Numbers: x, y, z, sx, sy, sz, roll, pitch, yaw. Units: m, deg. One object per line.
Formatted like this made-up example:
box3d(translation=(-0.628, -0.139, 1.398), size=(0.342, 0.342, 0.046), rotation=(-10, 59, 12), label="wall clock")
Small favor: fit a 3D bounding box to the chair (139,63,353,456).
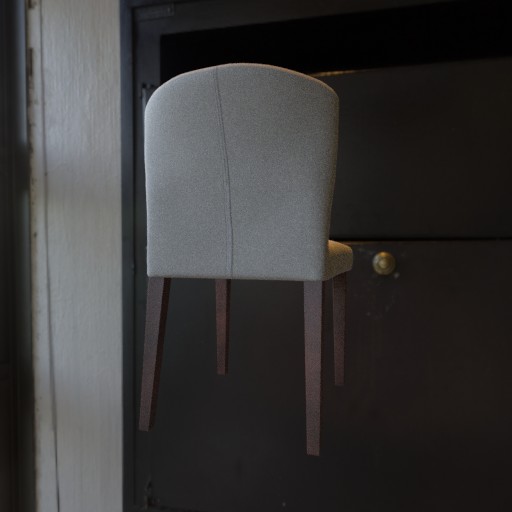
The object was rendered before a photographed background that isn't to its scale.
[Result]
box3d(translation=(0.000, 0.000, 1.236), size=(0.491, 0.839, 0.592), rotation=(0, 2, 18), label="chair")
